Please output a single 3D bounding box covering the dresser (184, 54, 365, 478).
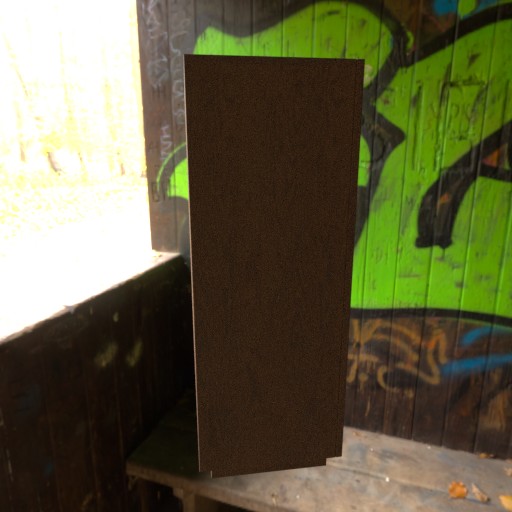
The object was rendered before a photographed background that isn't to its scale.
[{"bbox_3d":[0.000,0.000,1.777,0.516,1.320,0.964,-2,15,-8],"label":"dresser"}]
